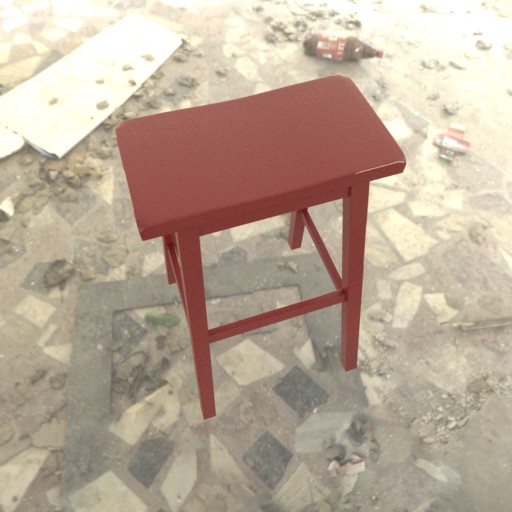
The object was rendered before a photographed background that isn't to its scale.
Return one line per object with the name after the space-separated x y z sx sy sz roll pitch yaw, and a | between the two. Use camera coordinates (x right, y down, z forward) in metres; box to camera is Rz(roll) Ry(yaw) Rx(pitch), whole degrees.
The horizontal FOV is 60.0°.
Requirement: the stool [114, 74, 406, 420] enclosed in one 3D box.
0.000 0.000 1.057 0.457 0.737 0.476 -16 59 -10 | stool
